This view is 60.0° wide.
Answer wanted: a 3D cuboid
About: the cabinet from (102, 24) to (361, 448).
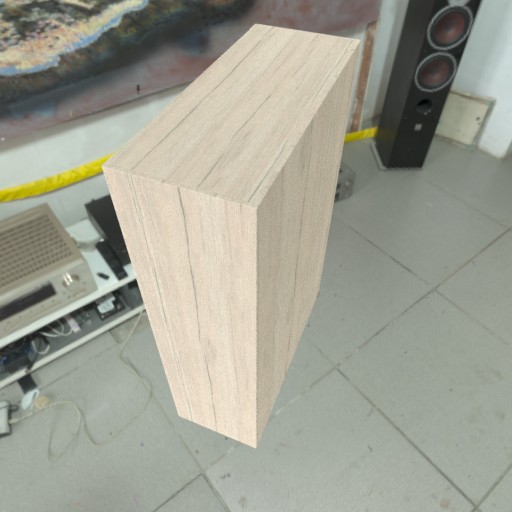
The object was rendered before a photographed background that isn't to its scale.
[{"bbox_3d":[0.000,0.000,2.645,0.580,2.070,1.400,17,49,15],"label":"cabinet"}]
